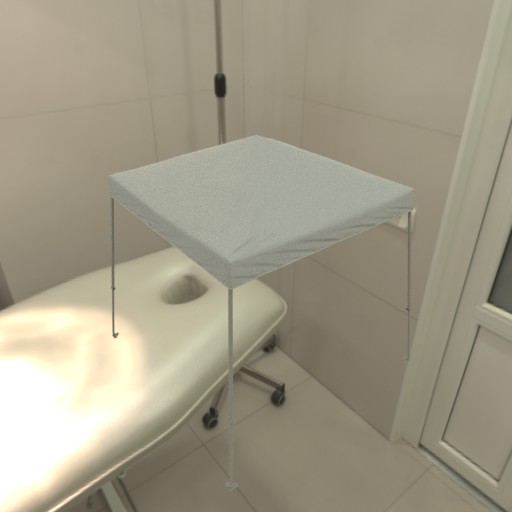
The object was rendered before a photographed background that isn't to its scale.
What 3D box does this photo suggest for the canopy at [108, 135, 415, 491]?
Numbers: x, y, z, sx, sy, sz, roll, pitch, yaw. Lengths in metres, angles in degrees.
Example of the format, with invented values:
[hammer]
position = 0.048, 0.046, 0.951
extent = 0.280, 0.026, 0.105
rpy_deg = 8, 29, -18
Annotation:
[canopy]
position = 0.000, 0.000, 5.220
extent = 2.849, 2.849, 2.848
rpy_deg = -22, 37, -32
